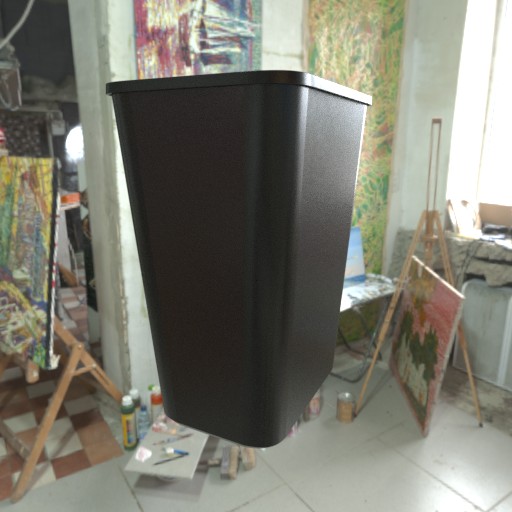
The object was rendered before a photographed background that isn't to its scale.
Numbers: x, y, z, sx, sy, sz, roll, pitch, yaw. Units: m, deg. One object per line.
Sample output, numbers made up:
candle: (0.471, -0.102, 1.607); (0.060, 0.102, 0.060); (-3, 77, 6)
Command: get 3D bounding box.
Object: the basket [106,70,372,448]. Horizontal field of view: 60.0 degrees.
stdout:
basket: (0.000, 0.000, 0.747); (0.287, 0.521, 0.394); (7, 16, 26)
